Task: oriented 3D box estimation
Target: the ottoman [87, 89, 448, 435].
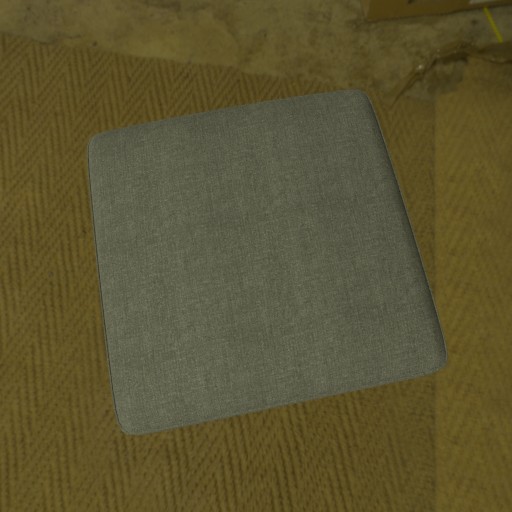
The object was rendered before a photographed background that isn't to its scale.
[{"bbox_3d":[0.000,0.000,1.664,1.067,0.559,1.067,-11,75,-3],"label":"ottoman"}]
